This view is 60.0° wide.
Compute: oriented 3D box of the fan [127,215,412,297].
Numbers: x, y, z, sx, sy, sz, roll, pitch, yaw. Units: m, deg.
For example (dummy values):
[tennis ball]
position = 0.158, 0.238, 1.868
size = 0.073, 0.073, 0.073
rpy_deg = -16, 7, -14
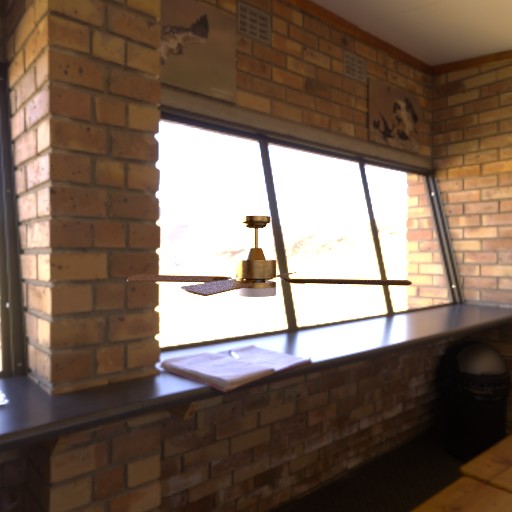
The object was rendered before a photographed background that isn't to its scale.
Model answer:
[fan]
position = 0.000, 0.000, 1.990
size = 1.320, 0.355, 1.320
rpy_deg = 0, 0, 18
